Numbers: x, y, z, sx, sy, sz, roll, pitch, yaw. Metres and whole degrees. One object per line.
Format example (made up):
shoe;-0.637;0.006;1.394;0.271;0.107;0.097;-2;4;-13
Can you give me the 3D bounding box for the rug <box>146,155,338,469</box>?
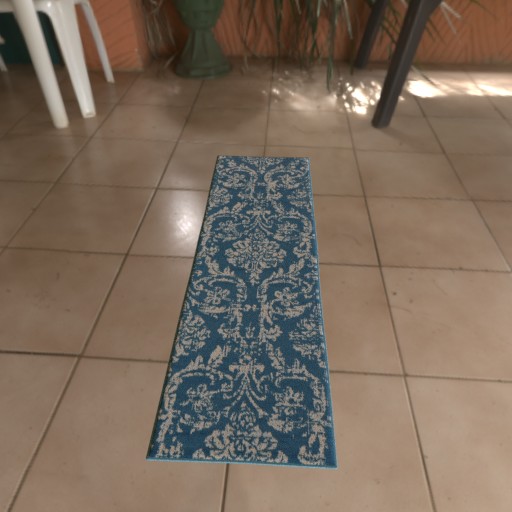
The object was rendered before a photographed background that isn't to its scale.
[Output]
rug;0.000;0.000;2.352;0.662;0.011;2.196;2;41;2
